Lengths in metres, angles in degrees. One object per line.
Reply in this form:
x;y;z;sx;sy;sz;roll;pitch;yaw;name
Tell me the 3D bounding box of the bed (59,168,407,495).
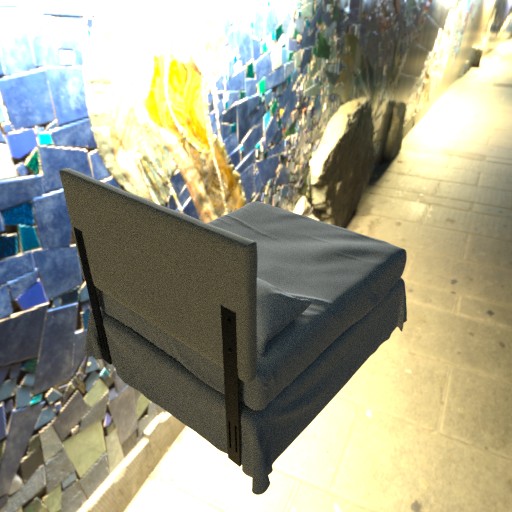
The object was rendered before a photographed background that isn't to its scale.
0.000;0.000;3.460;1.936;1.577;2.222;23;37;34;bed
